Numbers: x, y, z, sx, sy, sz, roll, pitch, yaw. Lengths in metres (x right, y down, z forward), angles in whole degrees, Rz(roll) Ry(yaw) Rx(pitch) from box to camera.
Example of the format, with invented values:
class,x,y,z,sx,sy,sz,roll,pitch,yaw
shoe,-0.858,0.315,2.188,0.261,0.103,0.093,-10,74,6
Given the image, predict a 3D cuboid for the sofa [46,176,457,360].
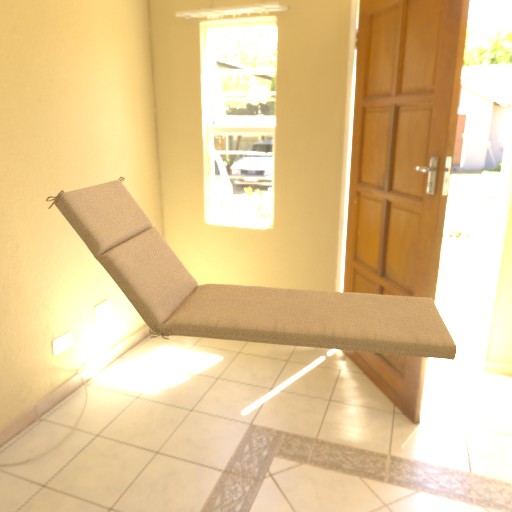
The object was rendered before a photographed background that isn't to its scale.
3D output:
class,x,y,z,sx,sy,sz,roll,pitch,yaw
sofa,0.000,0.000,1.997,1.663,0.622,0.582,3,17,10
